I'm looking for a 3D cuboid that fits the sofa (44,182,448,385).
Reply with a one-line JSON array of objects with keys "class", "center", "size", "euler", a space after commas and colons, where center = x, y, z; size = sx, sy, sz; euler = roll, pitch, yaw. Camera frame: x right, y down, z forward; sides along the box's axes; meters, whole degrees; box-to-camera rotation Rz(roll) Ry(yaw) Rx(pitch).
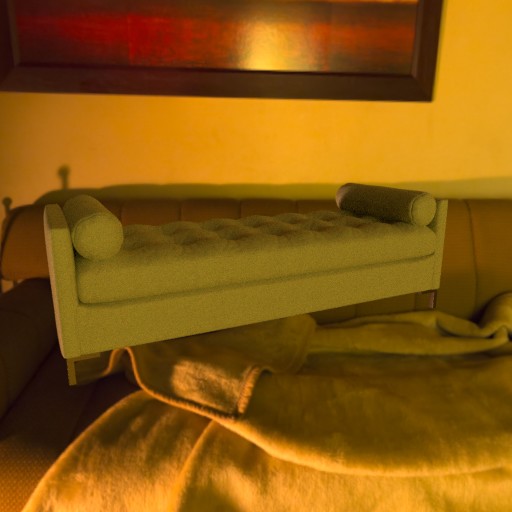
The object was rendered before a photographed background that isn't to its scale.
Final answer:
[{"class": "sofa", "center": [0.000, 0.000, 2.482], "size": [2.102, 0.705, 0.796], "euler": [-7, 16, -25]}]
